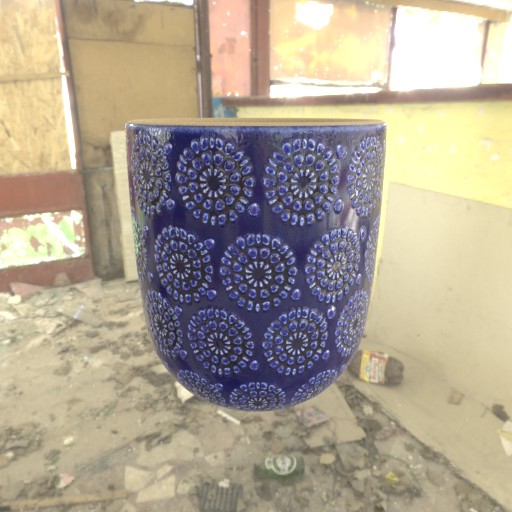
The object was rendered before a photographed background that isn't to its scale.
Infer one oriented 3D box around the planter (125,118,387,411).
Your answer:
[{"bbox_3d":[0.000,0.000,0.350,0.184,0.206,0.184,0,18,0],"label":"planter"}]
